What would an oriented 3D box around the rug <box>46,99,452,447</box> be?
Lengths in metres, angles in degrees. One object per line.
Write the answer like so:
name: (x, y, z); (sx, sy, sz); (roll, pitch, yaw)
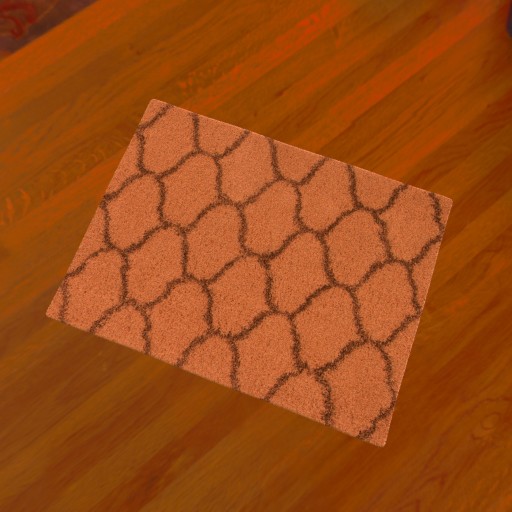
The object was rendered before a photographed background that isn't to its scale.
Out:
rug: (0.000, 0.000, 2.087); (1.600, 0.025, 1.200); (20, 76, 5)
